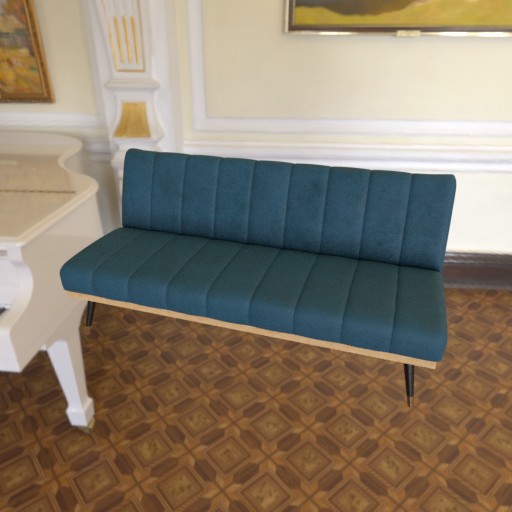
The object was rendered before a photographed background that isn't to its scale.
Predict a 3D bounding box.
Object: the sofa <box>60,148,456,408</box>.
[{"bbox_3d":[0.000,0.000,2.264,1.810,0.825,0.830,8,28,16],"label":"sofa"}]
